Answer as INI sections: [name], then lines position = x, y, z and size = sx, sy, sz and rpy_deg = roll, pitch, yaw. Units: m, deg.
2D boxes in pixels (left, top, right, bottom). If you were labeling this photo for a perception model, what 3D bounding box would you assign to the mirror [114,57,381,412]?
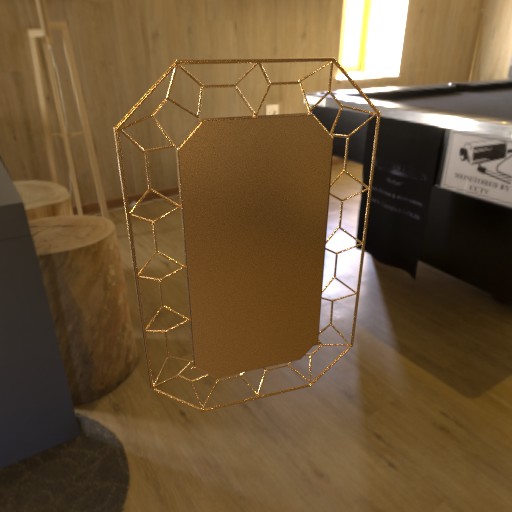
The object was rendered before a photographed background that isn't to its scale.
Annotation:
[mirror]
position = 0.000, 0.000, 1.066
size = 0.572, 0.870, 0.051
rpy_deg = -8, 28, -16
